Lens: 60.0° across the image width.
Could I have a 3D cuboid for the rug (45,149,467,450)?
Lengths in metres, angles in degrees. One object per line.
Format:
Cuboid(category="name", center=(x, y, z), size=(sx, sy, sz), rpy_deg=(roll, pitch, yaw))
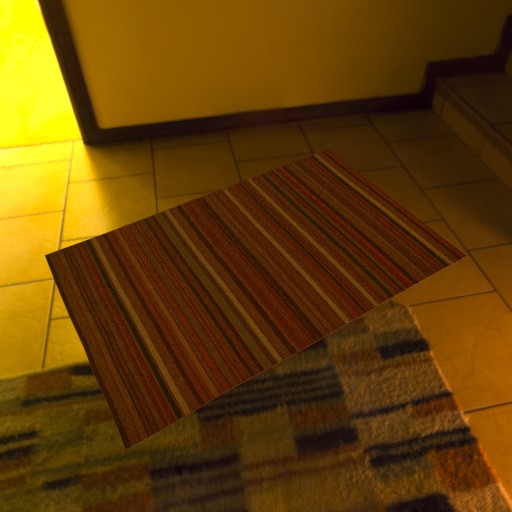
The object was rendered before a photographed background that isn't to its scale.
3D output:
Cuboid(category="rug", center=(0.000, 0.000, 3.010), size=(2.438, 0.008, 1.523), rpy_deg=(-24, 51, -21))
